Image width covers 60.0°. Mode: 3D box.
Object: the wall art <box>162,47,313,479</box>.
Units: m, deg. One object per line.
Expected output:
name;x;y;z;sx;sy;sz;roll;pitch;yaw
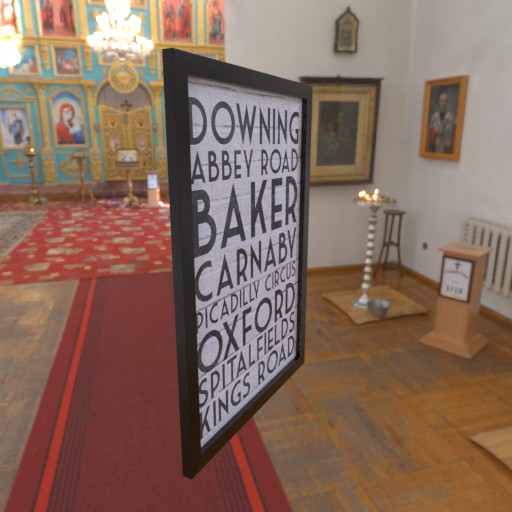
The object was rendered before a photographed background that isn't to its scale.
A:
wall art;0.000;0.000;0.558;0.013;0.432;0.304;8;16;29
